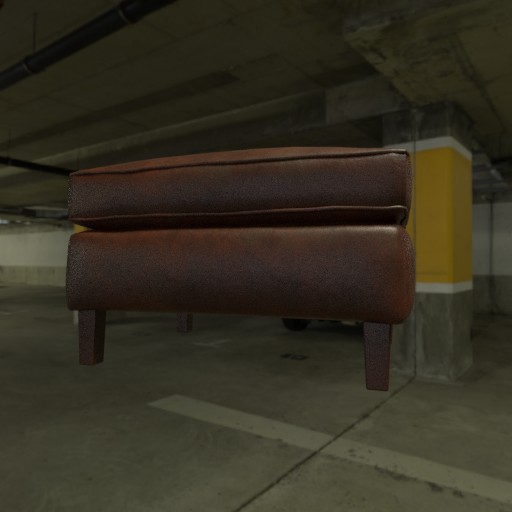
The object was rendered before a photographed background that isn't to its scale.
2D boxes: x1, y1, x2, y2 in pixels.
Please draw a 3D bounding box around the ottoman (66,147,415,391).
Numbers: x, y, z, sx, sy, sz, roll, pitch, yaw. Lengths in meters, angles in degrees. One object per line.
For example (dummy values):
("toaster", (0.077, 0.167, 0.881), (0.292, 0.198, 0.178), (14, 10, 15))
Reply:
("ottoman", (0.000, 0.000, 0.995), (0.665, 0.432, 0.501), (0, 0, 18))
